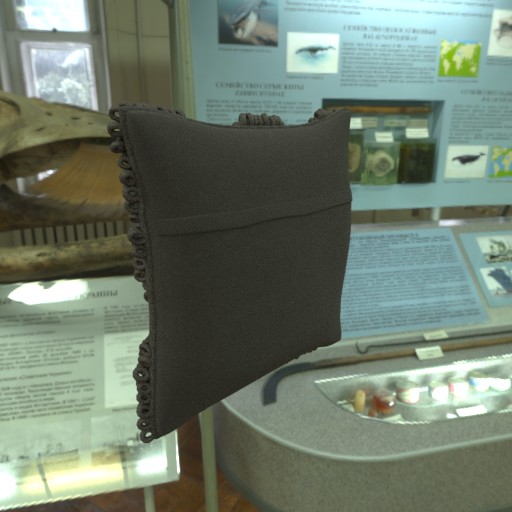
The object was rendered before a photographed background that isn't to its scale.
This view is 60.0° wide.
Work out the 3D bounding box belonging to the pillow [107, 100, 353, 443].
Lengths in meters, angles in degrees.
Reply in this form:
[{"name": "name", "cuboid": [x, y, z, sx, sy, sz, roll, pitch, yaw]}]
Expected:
[{"name": "pillow", "cuboid": [0.000, 0.000, 0.722, 0.470, 0.467, 0.172, -16, 23, -42]}]
